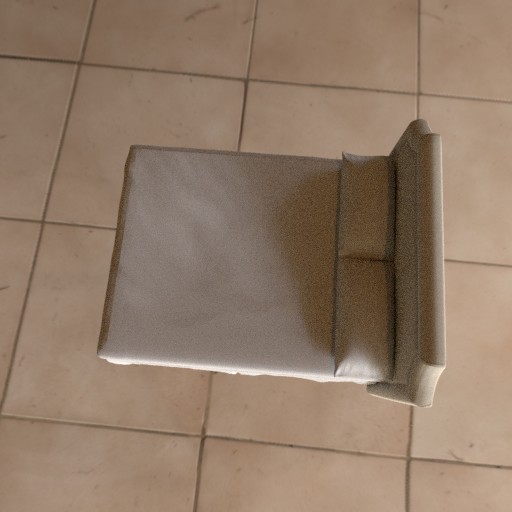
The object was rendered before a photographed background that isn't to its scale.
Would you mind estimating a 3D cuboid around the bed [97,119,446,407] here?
[{"bbox_3d":[0.000,0.000,3.148,2.164,1.297,1.828,4,76,1],"label":"bed"}]
